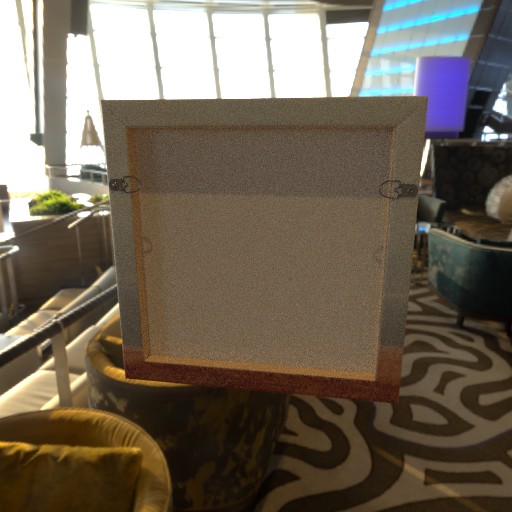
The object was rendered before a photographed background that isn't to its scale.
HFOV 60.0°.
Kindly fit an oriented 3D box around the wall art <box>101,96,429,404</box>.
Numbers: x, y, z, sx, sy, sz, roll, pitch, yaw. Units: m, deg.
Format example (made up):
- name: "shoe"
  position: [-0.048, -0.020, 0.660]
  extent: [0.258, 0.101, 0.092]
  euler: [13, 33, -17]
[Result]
- name: "wall art"
  position: [0.000, 0.000, 0.900]
  extent: [0.605, 0.605, 0.034]
  euler: [3, 16, 9]
